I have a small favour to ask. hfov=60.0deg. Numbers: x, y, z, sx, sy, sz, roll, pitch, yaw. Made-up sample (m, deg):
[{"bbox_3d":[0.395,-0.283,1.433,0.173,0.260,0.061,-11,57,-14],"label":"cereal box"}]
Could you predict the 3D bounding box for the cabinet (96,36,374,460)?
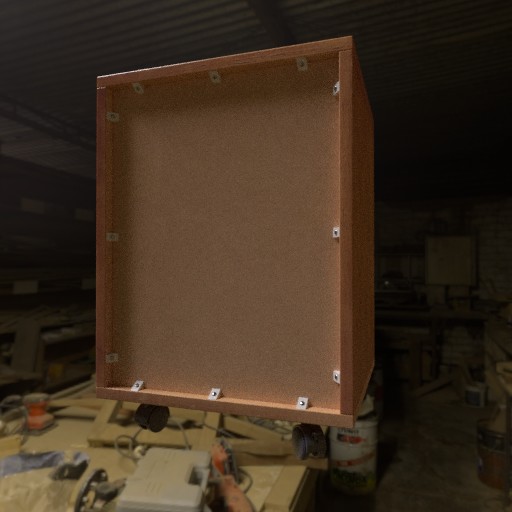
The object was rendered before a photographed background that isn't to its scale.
[{"bbox_3d":[0.000,0.000,0.840,0.409,0.579,0.401,0,-1,19],"label":"cabinet"}]
